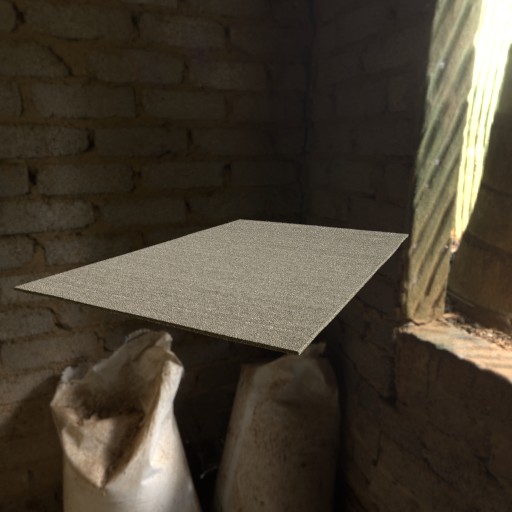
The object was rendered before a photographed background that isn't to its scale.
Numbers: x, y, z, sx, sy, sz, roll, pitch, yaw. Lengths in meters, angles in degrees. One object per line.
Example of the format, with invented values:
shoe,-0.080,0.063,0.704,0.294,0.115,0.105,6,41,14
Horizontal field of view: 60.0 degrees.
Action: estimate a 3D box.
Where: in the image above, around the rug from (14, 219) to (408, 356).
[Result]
rug,0.000,0.000,2.851,1.532,0.018,2.297,7,16,27
